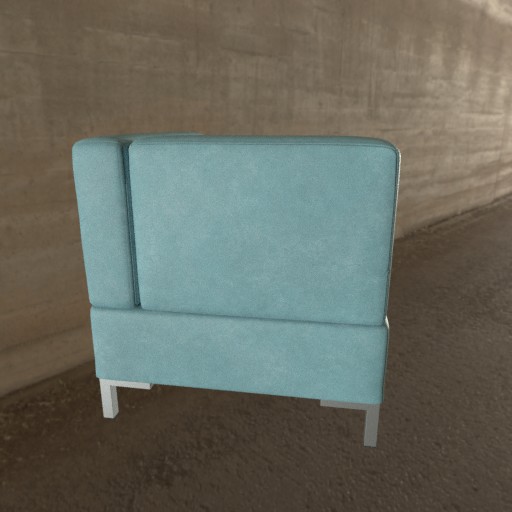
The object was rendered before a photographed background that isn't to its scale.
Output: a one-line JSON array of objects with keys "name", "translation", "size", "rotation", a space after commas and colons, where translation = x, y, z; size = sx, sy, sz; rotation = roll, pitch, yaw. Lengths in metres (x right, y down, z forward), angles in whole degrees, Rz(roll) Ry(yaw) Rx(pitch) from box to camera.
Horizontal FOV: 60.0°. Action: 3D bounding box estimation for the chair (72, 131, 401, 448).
[{"name": "chair", "translation": [0.000, 0.000, 1.232], "size": [0.680, 0.660, 0.680], "rotation": [3, 17, 9]}]
